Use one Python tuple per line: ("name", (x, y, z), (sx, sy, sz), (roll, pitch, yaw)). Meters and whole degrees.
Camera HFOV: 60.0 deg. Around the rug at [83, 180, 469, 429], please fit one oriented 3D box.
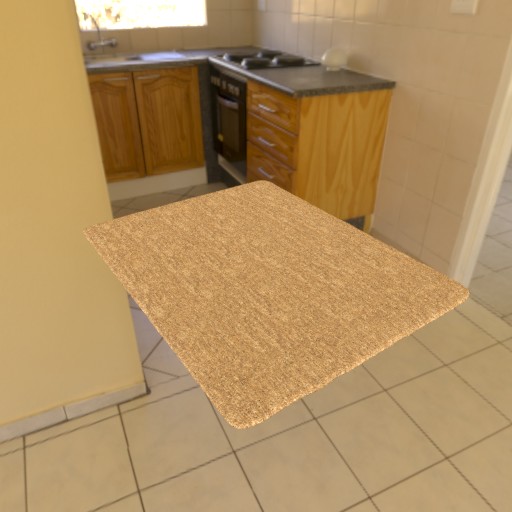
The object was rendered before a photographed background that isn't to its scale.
("rug", (0.000, 0.000, 3.914), (2.242, 0.050, 2.873), (-20, 37, -29))
